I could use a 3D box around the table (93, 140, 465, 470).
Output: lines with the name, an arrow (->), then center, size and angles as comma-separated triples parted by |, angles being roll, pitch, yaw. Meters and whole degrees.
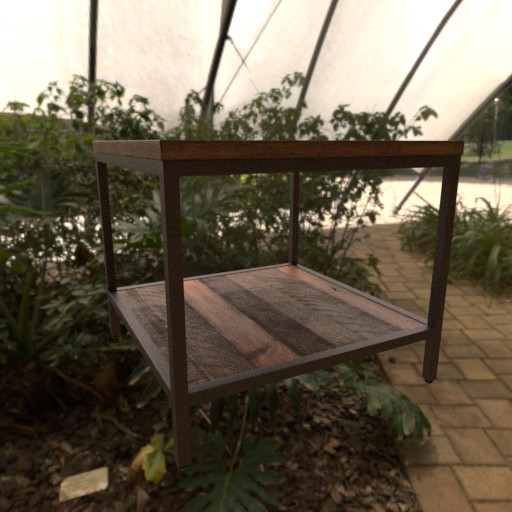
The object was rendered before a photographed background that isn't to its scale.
table -> 0.000, 0.000, 0.958 | 0.553, 0.482, 0.548 | -7, 16, -27
